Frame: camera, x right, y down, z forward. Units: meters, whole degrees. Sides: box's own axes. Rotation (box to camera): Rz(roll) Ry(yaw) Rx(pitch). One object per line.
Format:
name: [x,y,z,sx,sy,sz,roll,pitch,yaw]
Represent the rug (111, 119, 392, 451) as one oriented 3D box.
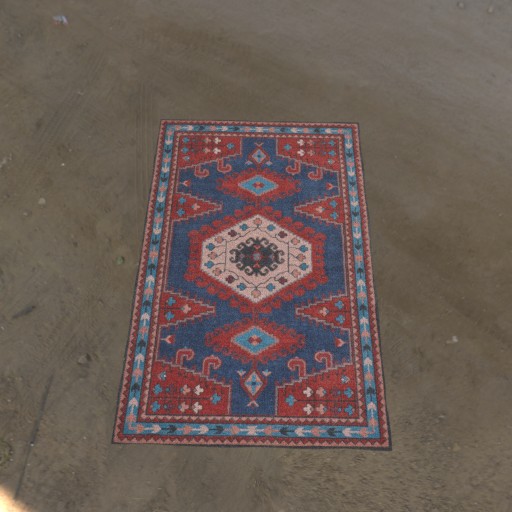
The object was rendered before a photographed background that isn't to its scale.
rug: [0.000,0.000,2.283,1.207,0.012,1.820,1,64,1]
